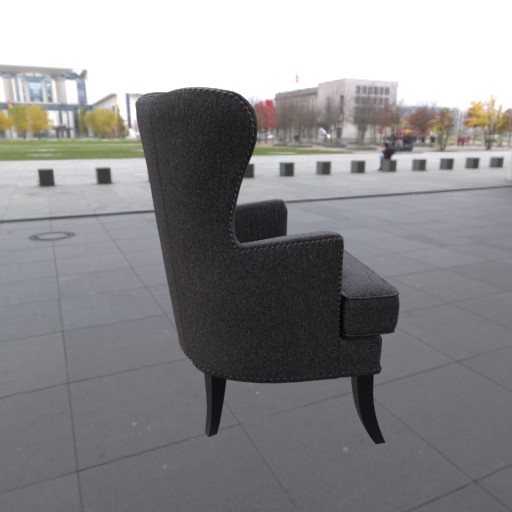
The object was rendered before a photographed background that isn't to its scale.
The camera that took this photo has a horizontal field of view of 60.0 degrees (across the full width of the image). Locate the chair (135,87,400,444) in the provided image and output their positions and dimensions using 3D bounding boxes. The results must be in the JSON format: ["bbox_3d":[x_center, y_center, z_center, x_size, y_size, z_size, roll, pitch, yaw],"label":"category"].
[{"bbox_3d":[0.000,0.000,1.568,0.758,1.060,0.759,-3,15,-10],"label":"chair"}]
